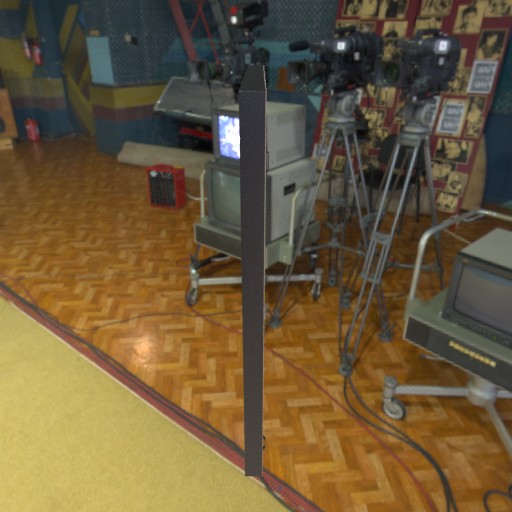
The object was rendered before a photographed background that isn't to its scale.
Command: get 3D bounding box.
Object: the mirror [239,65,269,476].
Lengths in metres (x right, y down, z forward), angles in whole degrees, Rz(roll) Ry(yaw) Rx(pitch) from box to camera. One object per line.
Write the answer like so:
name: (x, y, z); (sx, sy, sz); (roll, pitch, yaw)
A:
mirror: (0.000, 0.000, 0.934); (0.039, 0.710, 0.507); (0, 27, 0)
